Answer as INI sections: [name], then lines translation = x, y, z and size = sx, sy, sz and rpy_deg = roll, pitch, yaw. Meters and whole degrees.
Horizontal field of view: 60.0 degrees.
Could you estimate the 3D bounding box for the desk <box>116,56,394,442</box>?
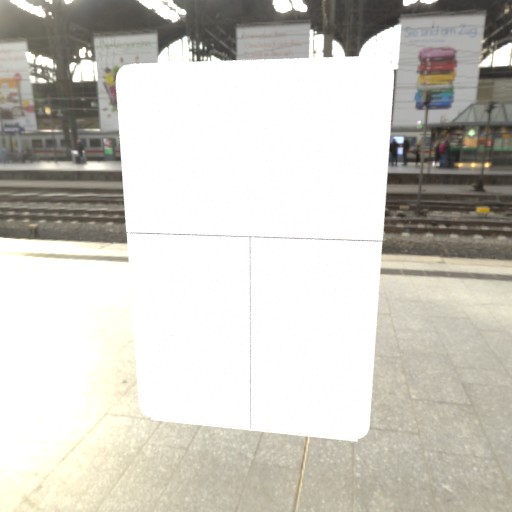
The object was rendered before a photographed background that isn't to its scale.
[desk]
translation = 0.000, 0.000, 1.507
size = 0.795, 1.190, 0.278
rpy_deg = 2, 14, 9
